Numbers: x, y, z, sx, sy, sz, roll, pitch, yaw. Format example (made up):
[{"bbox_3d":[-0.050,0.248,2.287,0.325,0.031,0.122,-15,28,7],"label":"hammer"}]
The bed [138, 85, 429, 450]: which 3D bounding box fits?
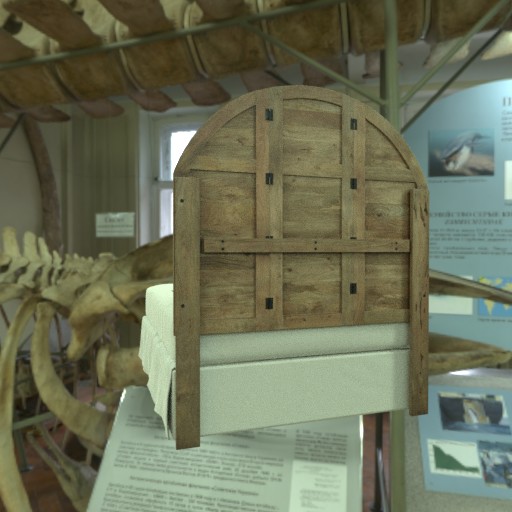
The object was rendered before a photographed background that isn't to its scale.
[{"bbox_3d":[0.000,0.000,3.562,1.713,2.002,2.112,0,1,-19],"label":"bed"}]
